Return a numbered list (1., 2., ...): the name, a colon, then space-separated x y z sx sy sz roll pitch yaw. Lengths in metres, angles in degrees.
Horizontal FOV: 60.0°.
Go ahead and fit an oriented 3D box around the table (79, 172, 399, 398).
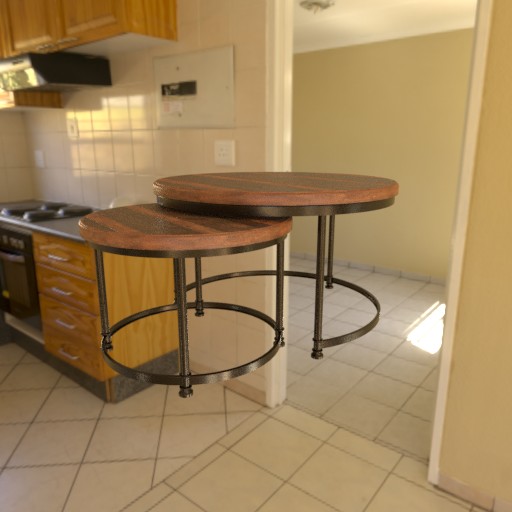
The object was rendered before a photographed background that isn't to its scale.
1. table: 0.000 0.000 1.567 0.870 0.516 1.152 8 16 28
